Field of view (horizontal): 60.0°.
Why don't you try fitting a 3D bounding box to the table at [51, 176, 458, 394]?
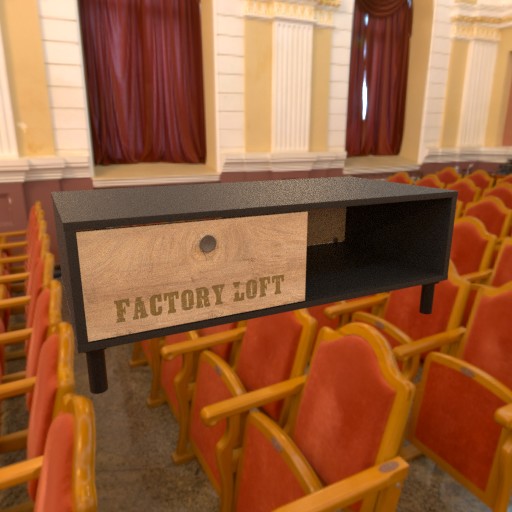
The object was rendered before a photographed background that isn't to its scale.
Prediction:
[{"bbox_3d":[0.000,0.000,1.379,1.100,0.400,0.550,-8,17,-25],"label":"table"}]
